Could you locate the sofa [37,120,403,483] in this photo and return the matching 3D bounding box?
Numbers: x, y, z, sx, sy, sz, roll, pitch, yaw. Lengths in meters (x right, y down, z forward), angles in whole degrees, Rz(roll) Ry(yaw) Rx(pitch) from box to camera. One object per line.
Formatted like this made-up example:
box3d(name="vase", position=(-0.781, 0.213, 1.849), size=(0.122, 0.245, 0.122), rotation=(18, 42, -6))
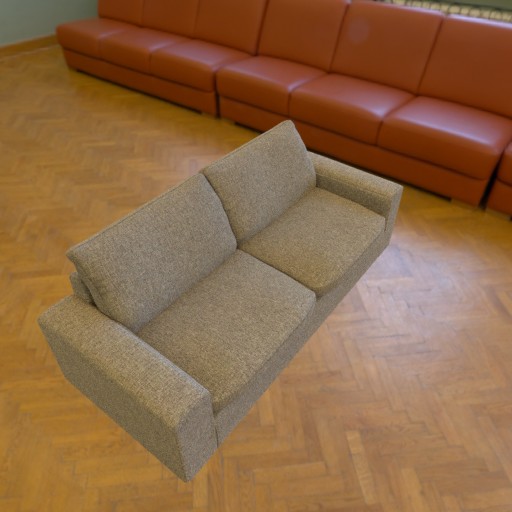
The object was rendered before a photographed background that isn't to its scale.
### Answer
box3d(name="sofa", position=(0.000, 0.000, 2.746), size=(1.040, 0.922, 2.299), rotation=(27, 48, 27))
